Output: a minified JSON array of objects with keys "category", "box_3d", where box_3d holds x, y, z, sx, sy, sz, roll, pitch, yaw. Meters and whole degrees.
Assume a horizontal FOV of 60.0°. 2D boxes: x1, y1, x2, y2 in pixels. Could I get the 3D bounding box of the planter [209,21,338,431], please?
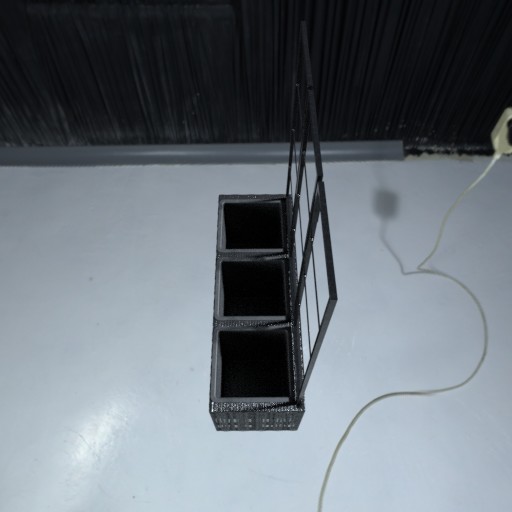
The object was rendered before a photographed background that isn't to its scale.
[{"category":"planter","box_3d":[0.000,0.000,1.135,0.244,0.841,0.698,0,58,0]}]
